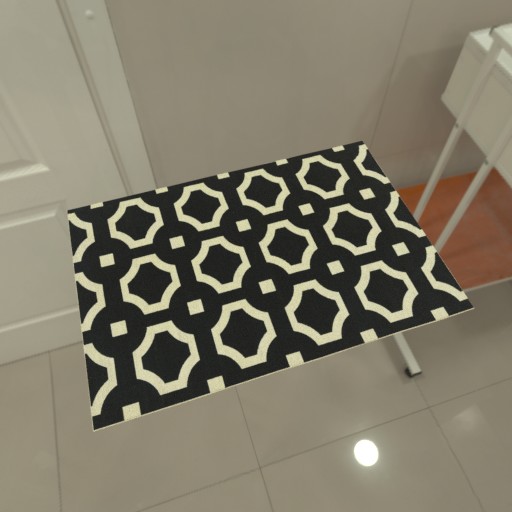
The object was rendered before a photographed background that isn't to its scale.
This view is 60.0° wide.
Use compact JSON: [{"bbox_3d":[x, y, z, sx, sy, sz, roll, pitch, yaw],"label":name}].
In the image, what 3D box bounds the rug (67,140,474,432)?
[{"bbox_3d":[0.000,0.000,2.900,2.286,0.016,1.555,-15,58,-10],"label":"rug"}]
